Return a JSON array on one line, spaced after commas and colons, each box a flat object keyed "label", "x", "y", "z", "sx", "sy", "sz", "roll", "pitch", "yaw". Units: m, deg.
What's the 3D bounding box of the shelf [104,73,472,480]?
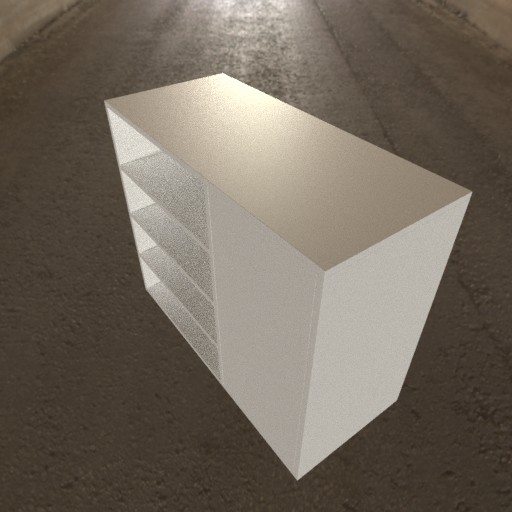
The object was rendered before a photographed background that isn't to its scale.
[{"label": "shelf", "x": 0.000, "y": 0.000, "z": 1.290, "sx": 0.396, "sy": 0.732, "sz": 0.895, "roll": -25, "pitch": 46, "yaw": -27}]
